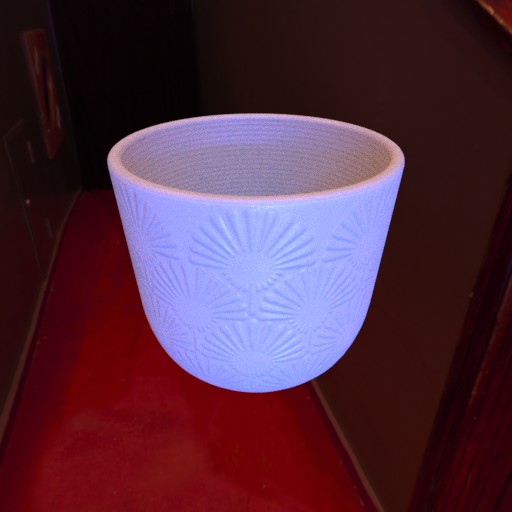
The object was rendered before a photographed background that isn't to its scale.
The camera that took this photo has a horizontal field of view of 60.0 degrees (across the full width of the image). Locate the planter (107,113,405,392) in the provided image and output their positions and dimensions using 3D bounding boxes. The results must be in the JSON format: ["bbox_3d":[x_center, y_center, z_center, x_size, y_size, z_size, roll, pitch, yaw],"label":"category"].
[{"bbox_3d":[0.000,0.000,0.300,0.170,0.152,0.170,0,30,0],"label":"planter"}]
